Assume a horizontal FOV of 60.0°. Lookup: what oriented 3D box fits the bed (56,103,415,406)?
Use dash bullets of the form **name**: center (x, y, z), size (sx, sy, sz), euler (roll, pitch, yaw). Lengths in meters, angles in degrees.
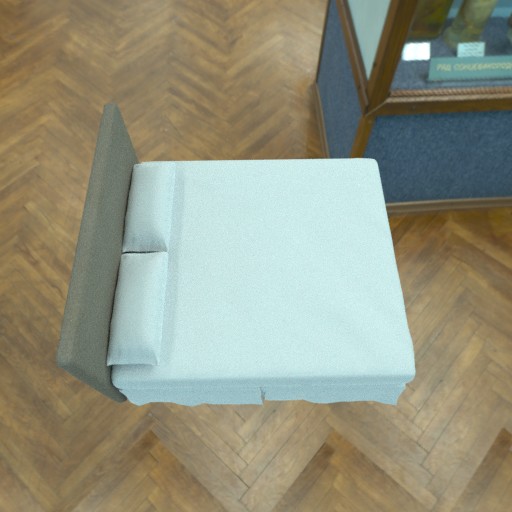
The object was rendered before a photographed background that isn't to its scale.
- **bed**: center (0.000, 0.000, 3.522), size (2.341, 1.317, 2.119), euler (-1, 62, 0)
